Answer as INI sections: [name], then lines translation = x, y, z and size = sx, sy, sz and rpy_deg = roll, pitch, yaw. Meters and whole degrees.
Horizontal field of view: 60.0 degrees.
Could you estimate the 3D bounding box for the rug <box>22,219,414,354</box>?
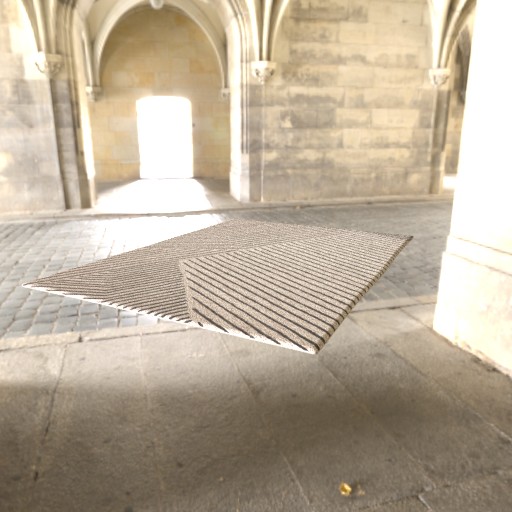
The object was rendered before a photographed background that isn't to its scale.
[rug]
translation = 0.000, 0.000, 3.223
size = 1.829, 0.028, 2.449
rpy_deg = 8, 17, 27
